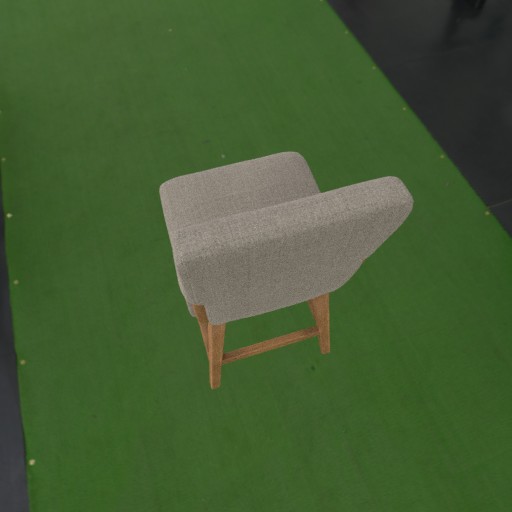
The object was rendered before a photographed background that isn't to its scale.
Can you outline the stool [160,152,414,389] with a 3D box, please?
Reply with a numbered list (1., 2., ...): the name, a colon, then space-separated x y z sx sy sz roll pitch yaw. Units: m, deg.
1. stool: 0.000 0.000 1.291 0.459 1.010 0.526 -15 61 -9
